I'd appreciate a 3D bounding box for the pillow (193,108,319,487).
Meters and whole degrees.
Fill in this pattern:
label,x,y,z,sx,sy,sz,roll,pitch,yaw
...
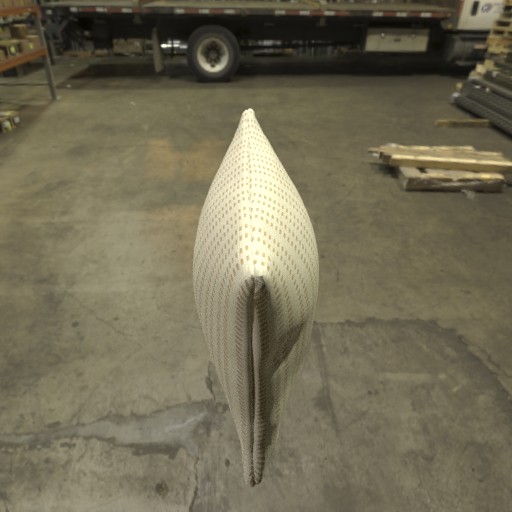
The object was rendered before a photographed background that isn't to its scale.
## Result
label,x,y,z,sx,sy,sz,roll,pitch,yaw
pillow,0.000,0.000,0.780,0.210,0.353,0.640,-1,32,-1
